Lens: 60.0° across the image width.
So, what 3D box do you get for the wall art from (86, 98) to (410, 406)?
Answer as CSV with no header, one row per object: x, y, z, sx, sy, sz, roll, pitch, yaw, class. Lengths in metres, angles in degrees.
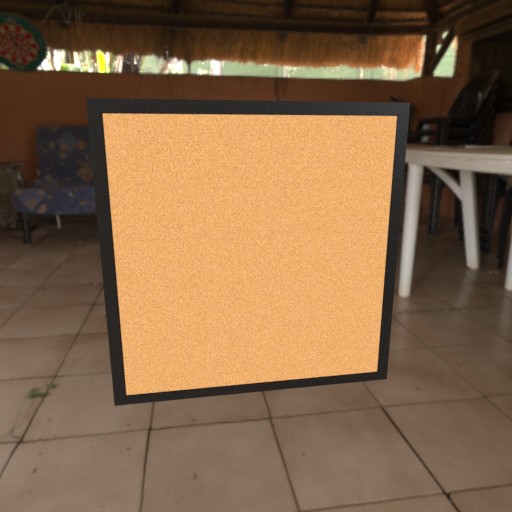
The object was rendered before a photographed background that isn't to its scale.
0.000,0.000,0.766,0.506,0.506,0.038,-3,15,-10,wall art
